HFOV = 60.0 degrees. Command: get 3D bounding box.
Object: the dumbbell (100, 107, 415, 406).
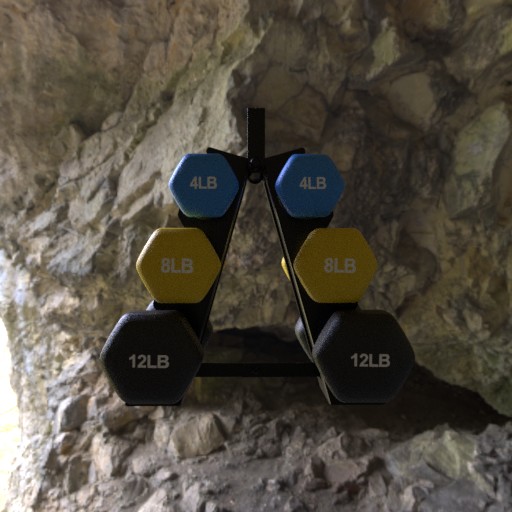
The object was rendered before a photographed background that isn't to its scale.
[{"bbox_3d":[0.000,0.000,0.677,0.409,0.426,0.255,0,0,-1],"label":"dumbbell"}]
